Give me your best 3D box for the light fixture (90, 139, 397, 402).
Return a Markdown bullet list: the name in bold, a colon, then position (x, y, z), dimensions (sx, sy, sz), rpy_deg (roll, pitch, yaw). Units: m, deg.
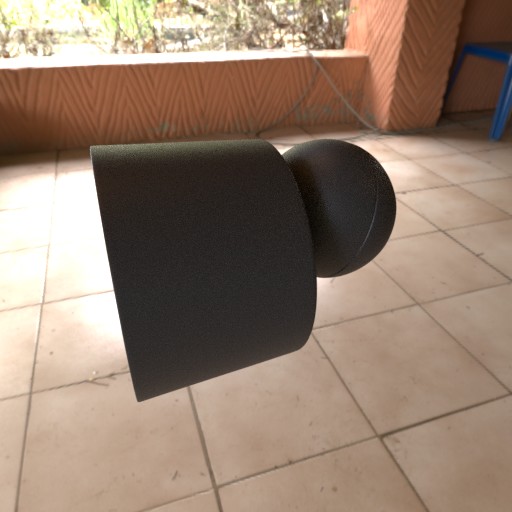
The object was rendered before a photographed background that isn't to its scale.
- **light fixture**: position (0.000, 0.000, 0.261), dimensions (0.160, 0.143, 0.134), rpy_deg (-10, 33, -16)
